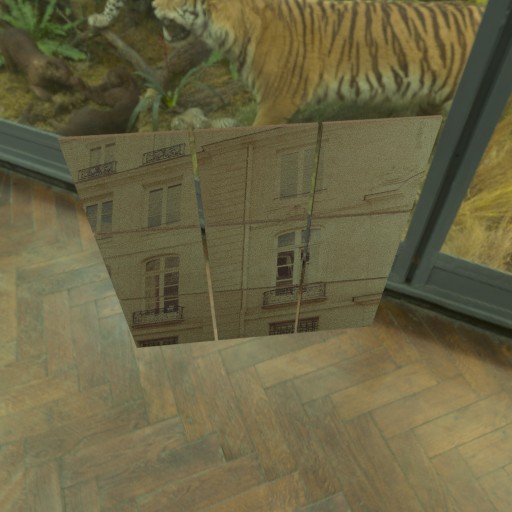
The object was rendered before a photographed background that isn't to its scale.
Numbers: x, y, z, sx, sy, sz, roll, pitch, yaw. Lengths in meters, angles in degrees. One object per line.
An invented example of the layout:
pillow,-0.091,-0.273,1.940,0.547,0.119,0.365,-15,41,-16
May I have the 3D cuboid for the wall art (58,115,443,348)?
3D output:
wall art,0.000,0.000,1.855,1.221,1.218,0.024,-5,48,-4
